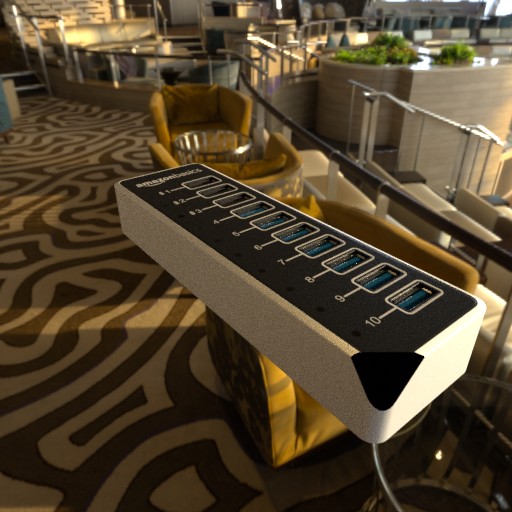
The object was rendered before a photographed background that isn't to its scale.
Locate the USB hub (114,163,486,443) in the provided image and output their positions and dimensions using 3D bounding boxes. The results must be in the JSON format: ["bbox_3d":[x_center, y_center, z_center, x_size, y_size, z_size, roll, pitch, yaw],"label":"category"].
[{"bbox_3d":[0.000,0.000,0.159,0.044,0.023,0.145,-22,37,-32],"label":"USB hub"}]
